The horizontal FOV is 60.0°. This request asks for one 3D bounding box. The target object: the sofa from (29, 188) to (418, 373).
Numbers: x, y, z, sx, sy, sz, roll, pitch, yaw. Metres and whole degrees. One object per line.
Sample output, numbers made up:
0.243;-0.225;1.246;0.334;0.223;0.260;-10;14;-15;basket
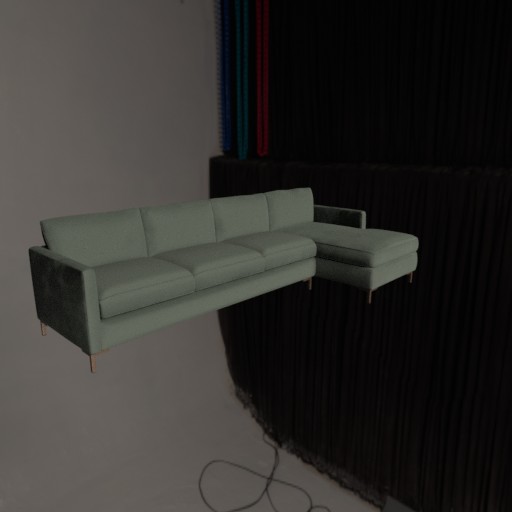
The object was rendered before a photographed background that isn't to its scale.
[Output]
0.000;0.000;3.225;1.255;0.756;2.725;14;20;42;sofa
